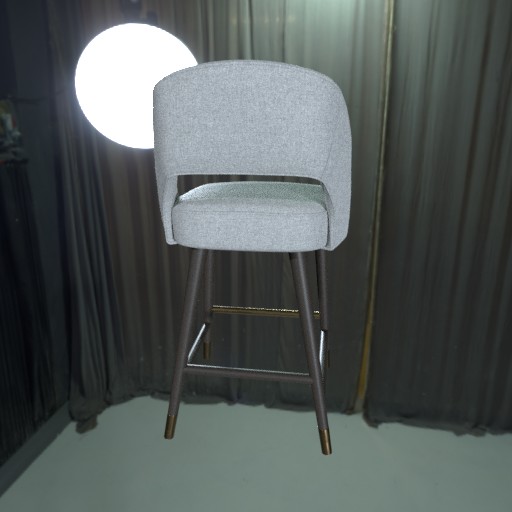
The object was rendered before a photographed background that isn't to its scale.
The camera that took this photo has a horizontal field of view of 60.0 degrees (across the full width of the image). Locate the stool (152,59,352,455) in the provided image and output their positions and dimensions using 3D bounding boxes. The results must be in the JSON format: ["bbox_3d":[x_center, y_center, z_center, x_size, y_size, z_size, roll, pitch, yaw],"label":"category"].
[{"bbox_3d":[0.000,0.000,1.228,0.494,0.940,0.509,2,17,8],"label":"stool"}]
